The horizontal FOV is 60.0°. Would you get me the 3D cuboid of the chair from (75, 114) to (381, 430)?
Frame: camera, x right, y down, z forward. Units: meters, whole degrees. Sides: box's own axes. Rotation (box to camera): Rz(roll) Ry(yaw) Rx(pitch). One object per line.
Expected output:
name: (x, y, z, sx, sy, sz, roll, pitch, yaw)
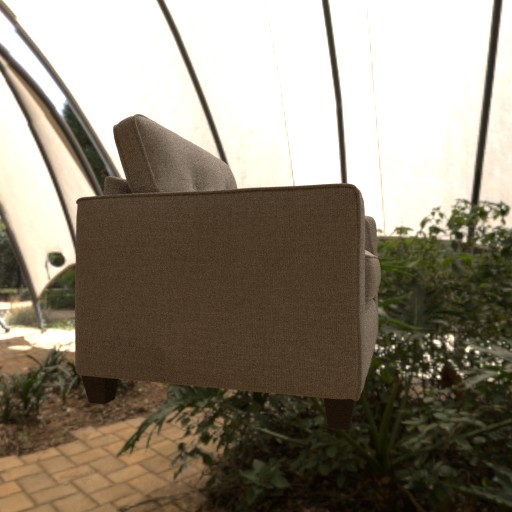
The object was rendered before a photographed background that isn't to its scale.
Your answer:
chair: (0.000, 0.000, 1.756, 0.939, 0.965, 1.015, 0, -1, 18)
